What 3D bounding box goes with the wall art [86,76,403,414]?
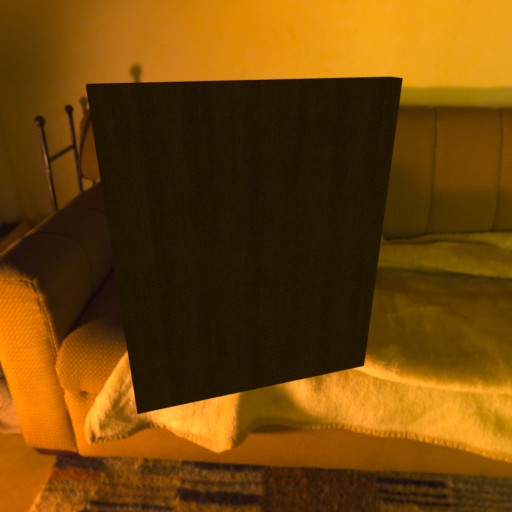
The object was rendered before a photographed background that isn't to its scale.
[{"bbox_3d":[0.000,0.000,0.748,0.455,0.552,0.034,-7,27,-15],"label":"wall art"}]
